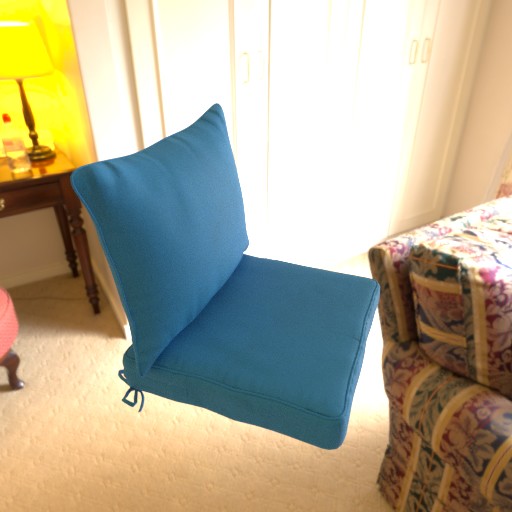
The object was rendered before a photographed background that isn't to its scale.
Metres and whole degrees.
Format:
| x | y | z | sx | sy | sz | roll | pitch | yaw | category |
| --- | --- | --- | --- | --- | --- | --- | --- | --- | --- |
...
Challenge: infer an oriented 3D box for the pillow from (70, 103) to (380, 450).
| x | y | z | sx | sy | sz | roll | pitch | yaw | category |
| --- | --- | --- | --- | --- | --- | --- | --- | --- | --- |
| 0.000 | 0.000 | 1.352 | 0.733 | 0.725 | 0.798 | 11 | 32 | 18 | pillow |
